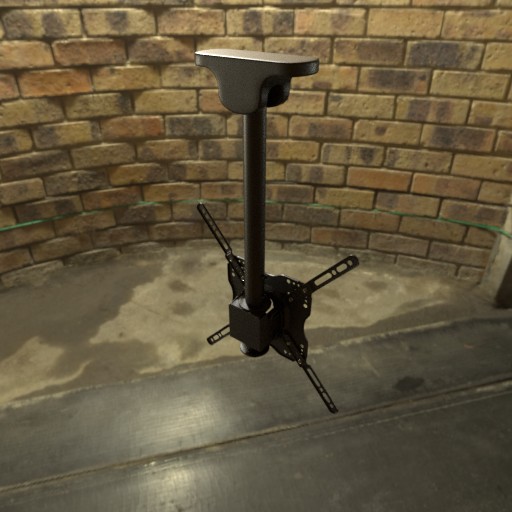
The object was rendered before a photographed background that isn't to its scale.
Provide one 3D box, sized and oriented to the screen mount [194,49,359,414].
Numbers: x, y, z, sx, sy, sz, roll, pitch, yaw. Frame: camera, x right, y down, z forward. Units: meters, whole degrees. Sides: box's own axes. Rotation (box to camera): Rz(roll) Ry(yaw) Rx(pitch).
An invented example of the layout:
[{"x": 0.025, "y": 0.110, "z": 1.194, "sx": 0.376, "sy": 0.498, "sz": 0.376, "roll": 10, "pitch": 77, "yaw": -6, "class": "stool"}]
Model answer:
[{"x": 0.000, "y": 0.000, "z": 0.875, "sx": 0.393, "sy": 0.729, "sz": 0.090, "roll": 21, "pitch": 37, "yaw": 31, "class": "screen mount"}]
